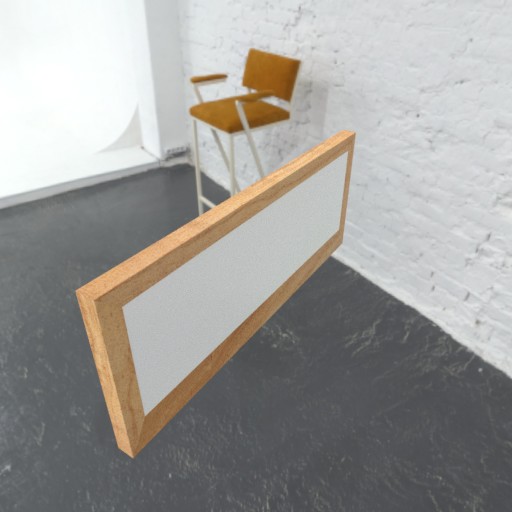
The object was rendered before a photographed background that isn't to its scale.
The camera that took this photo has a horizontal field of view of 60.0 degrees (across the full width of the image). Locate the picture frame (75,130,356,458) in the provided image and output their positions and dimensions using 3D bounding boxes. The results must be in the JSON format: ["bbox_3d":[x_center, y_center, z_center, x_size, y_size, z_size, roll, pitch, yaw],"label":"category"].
[{"bbox_3d":[0.000,0.000,0.667,0.045,0.234,0.582,20,38,28],"label":"picture frame"}]
